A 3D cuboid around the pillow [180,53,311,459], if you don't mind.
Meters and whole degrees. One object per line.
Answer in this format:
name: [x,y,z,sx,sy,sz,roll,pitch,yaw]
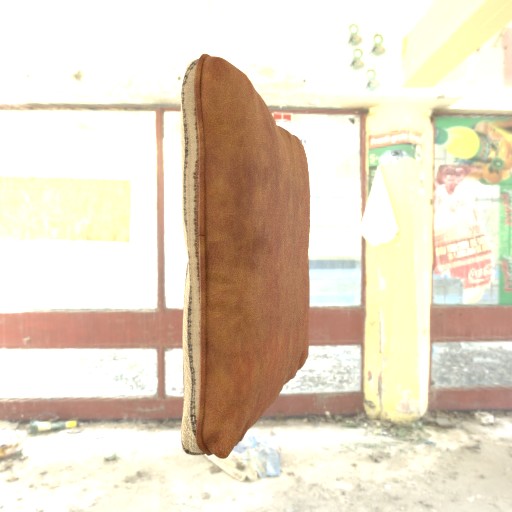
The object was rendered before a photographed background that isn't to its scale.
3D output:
pillow: [0.000,0.000,0.738,0.130,0.490,0.489,0,1,18]
